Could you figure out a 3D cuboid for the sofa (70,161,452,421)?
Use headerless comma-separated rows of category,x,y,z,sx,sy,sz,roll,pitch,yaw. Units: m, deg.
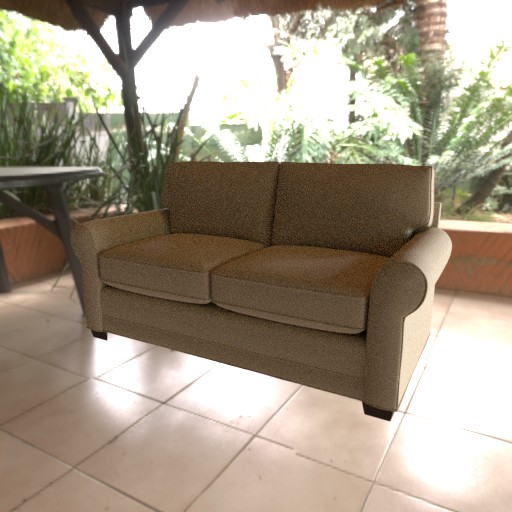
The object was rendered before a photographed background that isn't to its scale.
sofa,0.000,0.000,2.260,1.774,0.933,0.861,7,15,28
